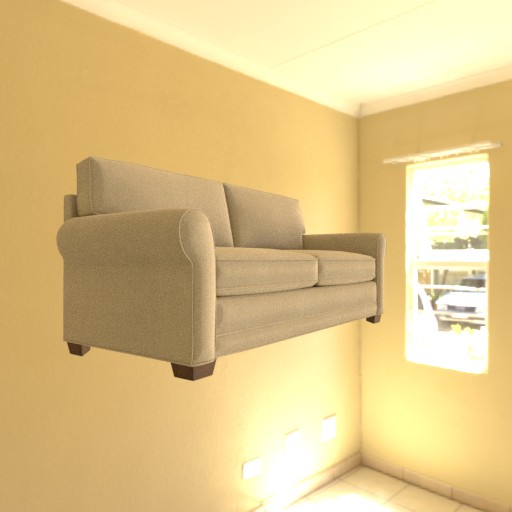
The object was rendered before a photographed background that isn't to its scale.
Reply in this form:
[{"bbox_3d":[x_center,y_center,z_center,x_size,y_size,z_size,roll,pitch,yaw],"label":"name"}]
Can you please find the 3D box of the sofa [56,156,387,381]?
[{"bbox_3d":[0.000,0.000,2.708,0.901,0.962,2.146,0,-1,36],"label":"sofa"}]
